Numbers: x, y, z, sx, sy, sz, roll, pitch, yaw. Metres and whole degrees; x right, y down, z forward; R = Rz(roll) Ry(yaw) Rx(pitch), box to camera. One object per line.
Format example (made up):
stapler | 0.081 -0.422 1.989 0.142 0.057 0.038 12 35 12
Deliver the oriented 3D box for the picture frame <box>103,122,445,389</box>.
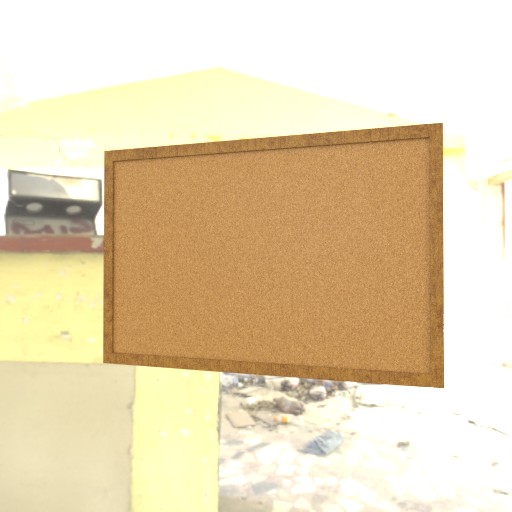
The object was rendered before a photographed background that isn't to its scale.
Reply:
picture frame | 0.000 0.000 1.177 0.922 0.621 0.029 0 -1 17
